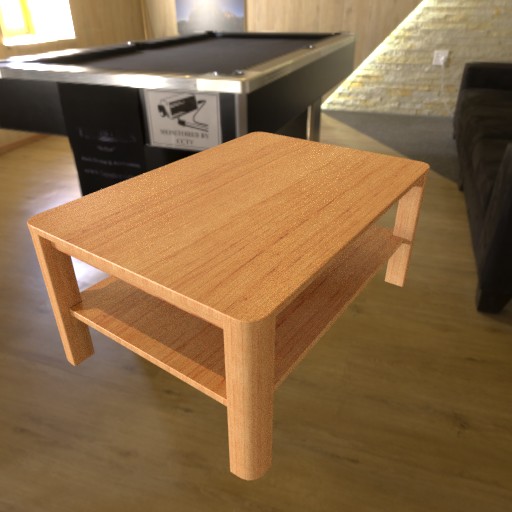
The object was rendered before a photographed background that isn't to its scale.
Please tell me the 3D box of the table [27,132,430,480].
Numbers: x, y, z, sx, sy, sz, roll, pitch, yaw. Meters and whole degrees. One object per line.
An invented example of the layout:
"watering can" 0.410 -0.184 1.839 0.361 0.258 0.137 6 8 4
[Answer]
"table" 0.000 0.000 1.363 0.696 0.445 0.997 20 36 30
